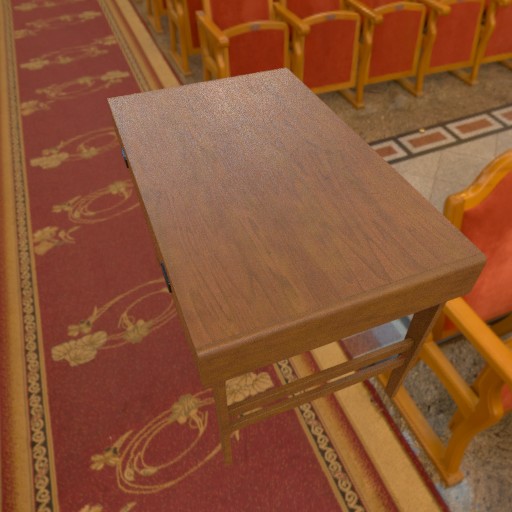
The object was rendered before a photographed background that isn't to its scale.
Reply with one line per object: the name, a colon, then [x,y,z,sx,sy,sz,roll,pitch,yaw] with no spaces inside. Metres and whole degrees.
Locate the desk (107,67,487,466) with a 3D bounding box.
desk: [0.000,0.000,1.490,0.660,0.754,1.066,-16,48,-15]
